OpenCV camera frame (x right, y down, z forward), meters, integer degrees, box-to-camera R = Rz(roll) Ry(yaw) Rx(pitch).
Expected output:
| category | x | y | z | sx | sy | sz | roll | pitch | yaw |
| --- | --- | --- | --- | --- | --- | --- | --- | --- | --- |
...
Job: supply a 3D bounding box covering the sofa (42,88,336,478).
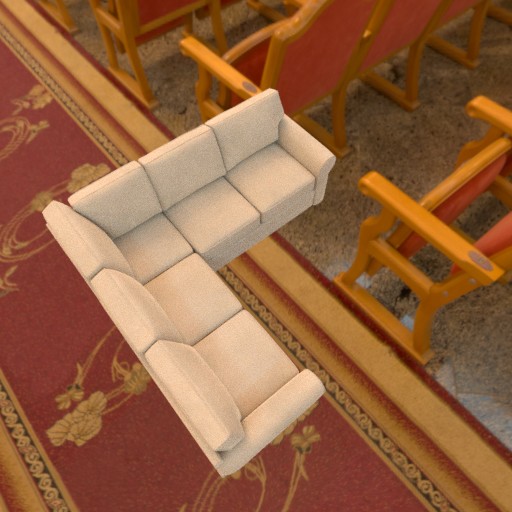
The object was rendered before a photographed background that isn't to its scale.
| category | x | y | z | sx | sy | sz | roll | pitch | yaw |
| --- | --- | --- | --- | --- | --- | --- | --- | --- | --- |
| sofa | 0.000 | 0.000 | 3.882 | 2.569 | 1.054 | 2.487 | -35 | 65 | -19 |
